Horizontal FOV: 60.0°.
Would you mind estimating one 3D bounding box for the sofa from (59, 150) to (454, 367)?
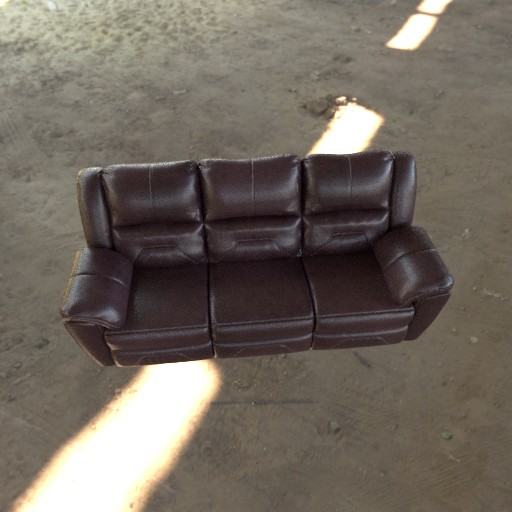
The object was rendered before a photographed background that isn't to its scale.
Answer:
[{"bbox_3d":[0.000,0.000,2.941,2.337,1.043,0.991,-4,47,-4],"label":"sofa"}]
